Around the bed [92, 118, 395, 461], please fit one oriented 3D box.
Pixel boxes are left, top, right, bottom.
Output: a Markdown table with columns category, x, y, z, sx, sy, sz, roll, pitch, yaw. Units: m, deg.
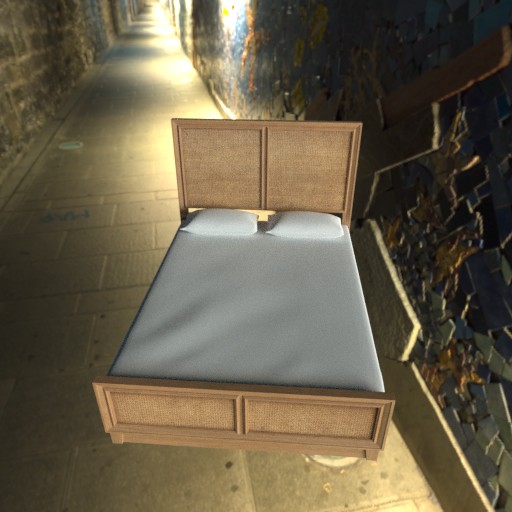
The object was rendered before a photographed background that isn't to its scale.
| category | x | y | z | sx | sy | sz | roll | pitch | yaw |
| --- | --- | --- | --- | --- | --- | --- | --- | --- | --- |
| bed | 0.000 | 0.000 | 3.178 | 1.606 | 1.387 | 2.184 | 2 | 31 | 4 |
